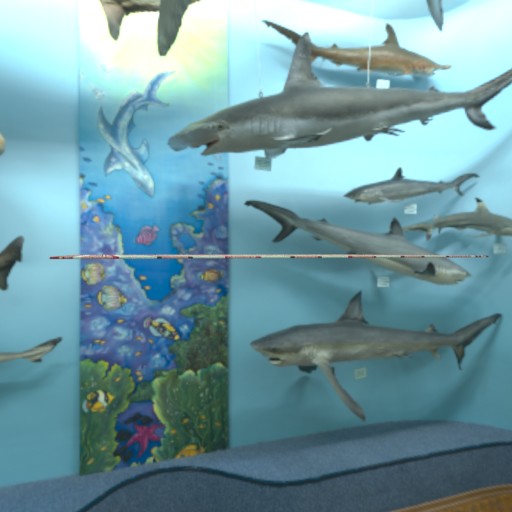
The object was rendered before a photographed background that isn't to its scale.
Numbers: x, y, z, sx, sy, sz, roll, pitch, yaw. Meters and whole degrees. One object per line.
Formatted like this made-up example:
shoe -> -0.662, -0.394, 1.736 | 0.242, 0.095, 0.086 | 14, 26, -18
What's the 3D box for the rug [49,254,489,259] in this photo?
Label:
rug -> 0.000, 0.000, 2.292 | 1.817, 0.008, 1.223 | 0, 0, -19
